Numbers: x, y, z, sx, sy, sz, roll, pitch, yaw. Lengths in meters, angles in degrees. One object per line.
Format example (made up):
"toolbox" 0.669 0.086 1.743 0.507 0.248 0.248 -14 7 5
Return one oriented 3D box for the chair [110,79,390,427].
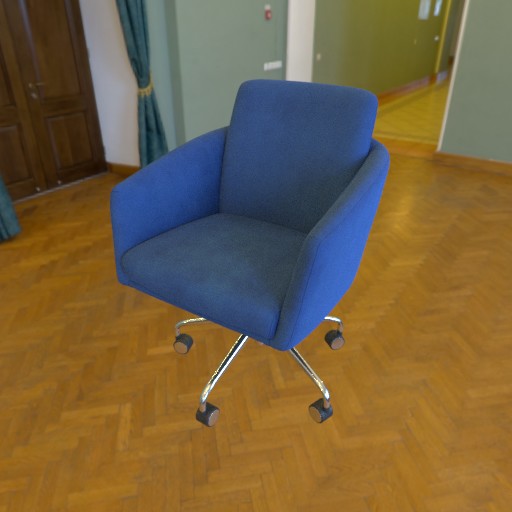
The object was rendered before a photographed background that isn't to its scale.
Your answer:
"chair" 0.000 0.000 1.318 0.641 0.908 0.635 18 34 29
